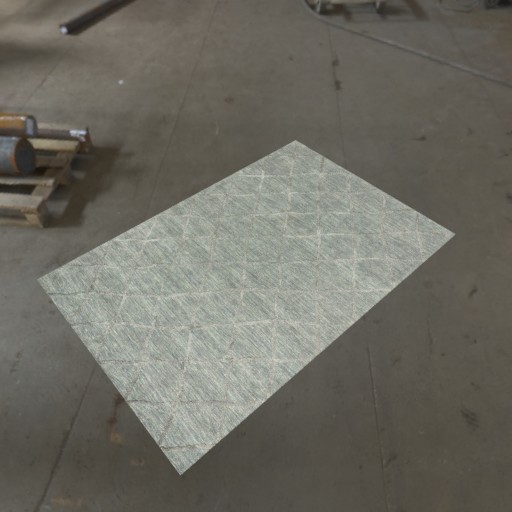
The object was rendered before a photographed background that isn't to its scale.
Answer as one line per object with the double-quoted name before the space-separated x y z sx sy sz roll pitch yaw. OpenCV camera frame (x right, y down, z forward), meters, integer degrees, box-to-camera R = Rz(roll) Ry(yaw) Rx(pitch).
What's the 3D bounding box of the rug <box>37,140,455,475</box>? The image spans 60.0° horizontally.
"rug" 0.000 0.000 2.884 2.283 0.006 1.521 -34 56 -27
